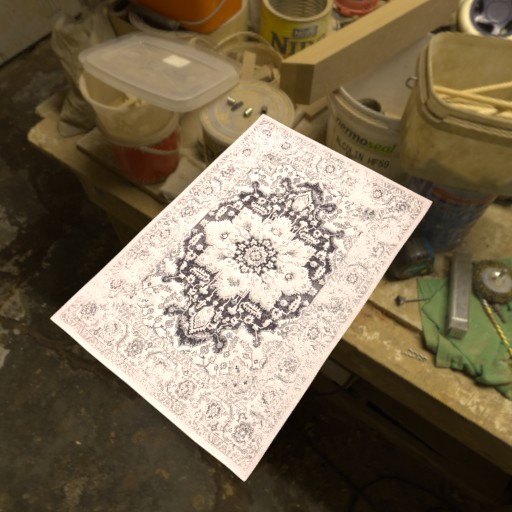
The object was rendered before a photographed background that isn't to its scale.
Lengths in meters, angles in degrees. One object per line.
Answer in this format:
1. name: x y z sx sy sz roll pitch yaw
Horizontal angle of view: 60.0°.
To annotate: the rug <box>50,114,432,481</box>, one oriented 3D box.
1. rug: 0.000 0.000 2.391 1.223 0.008 1.813 33 65 17
